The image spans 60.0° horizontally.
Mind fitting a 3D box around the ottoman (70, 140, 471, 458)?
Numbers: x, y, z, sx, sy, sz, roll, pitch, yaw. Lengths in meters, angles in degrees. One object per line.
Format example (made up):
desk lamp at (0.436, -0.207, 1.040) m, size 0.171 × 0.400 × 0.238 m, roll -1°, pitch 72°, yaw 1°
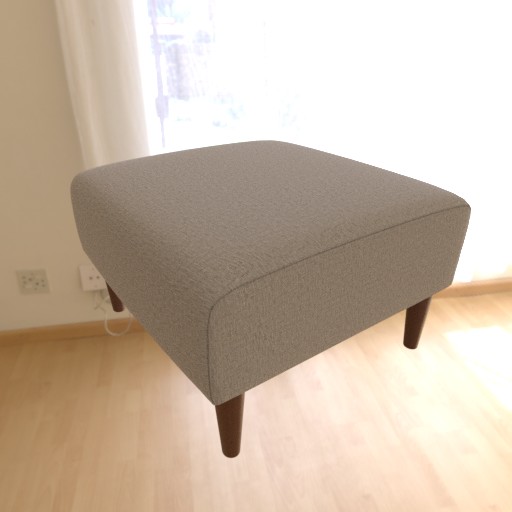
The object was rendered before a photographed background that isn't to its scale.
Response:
ottoman at (0.000, 0.000, 1.030) m, size 0.648 × 0.399 × 0.655 m, roll -18°, pitch 32°, yaw -31°
